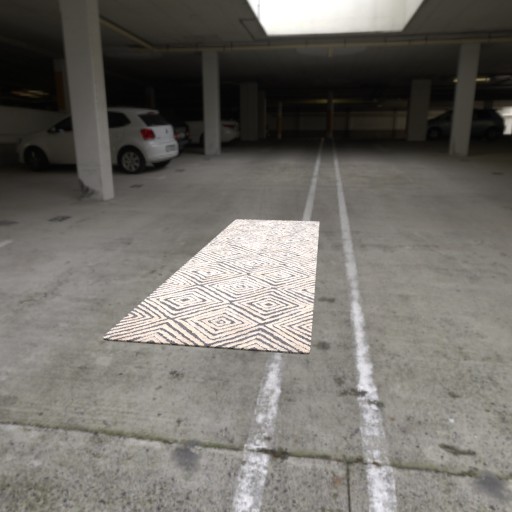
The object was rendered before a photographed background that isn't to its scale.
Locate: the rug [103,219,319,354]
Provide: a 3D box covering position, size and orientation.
[{"bbox_3d":[0.000,0.000,2.482,0.676,0.008,2.277,2,15,8],"label":"rug"}]
